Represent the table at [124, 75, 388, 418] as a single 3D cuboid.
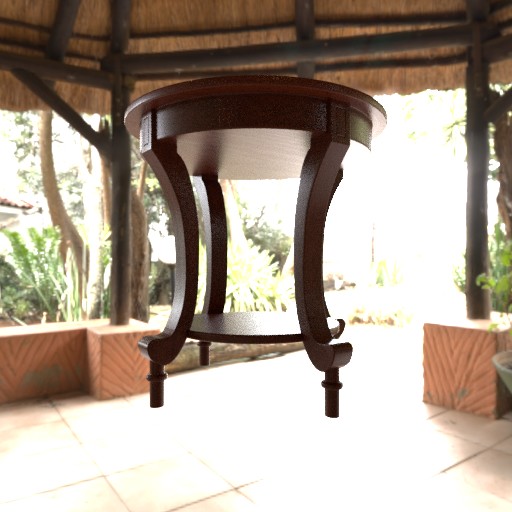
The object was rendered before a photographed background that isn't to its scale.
[{"bbox_3d":[0.000,0.000,1.047,0.597,0.612,0.597,0,0,0],"label":"table"}]
